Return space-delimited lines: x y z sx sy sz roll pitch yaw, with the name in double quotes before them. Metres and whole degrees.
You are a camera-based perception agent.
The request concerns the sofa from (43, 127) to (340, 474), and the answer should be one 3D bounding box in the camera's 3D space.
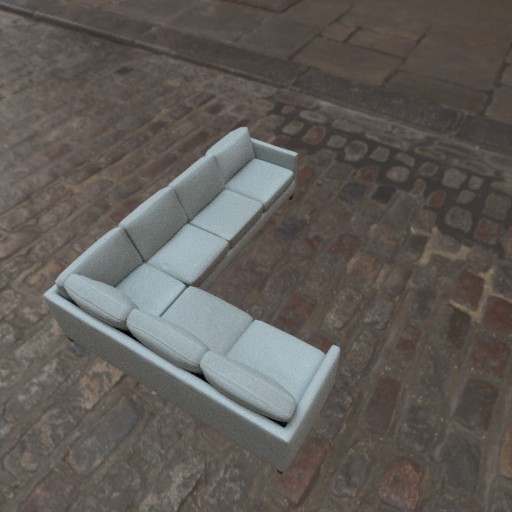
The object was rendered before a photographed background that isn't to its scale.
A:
"sofa" 0.000 0.000 4.677 2.592 0.947 3.301 24 51 21
